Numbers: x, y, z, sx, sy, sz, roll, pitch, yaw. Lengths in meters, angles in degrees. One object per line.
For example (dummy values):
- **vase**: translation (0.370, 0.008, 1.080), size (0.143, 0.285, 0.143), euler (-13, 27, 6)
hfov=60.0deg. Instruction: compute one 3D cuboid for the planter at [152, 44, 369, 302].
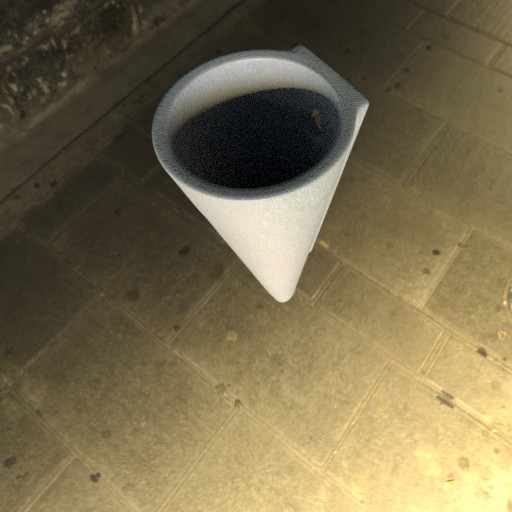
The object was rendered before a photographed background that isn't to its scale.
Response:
- **planter**: translation (0.000, 0.000, 0.219), size (0.064, 0.191, 0.057), euler (-35, 69, -16)
